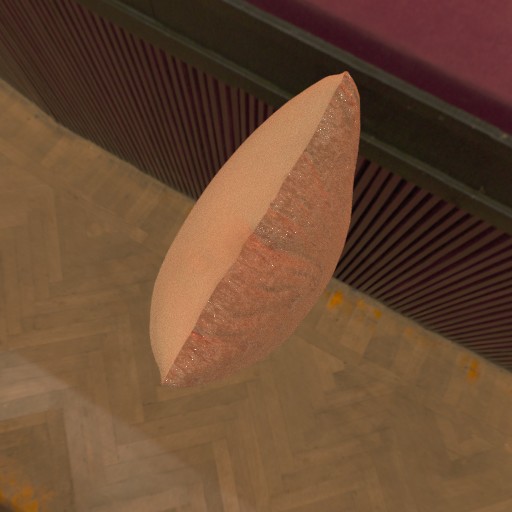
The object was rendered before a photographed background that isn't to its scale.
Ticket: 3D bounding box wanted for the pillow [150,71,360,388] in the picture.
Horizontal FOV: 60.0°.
[{"bbox_3d":[0.000,0.000,0.731,0.245,0.448,0.450,31,78,7],"label":"pillow"}]
